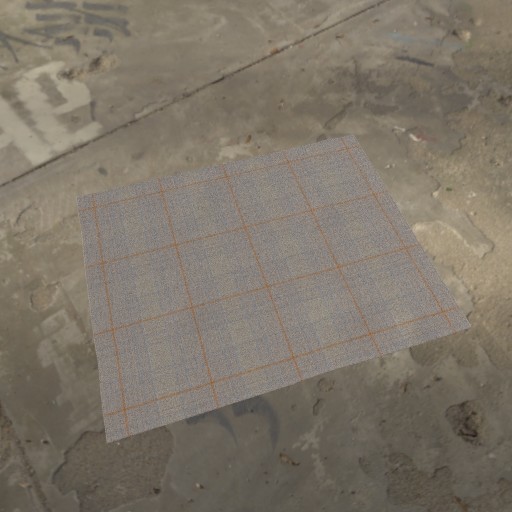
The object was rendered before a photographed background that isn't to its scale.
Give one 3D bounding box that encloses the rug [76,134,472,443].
[{"bbox_3d":[0.000,0.000,4.107,3.051,0.021,2.448,-15,59,-9],"label":"rug"}]
